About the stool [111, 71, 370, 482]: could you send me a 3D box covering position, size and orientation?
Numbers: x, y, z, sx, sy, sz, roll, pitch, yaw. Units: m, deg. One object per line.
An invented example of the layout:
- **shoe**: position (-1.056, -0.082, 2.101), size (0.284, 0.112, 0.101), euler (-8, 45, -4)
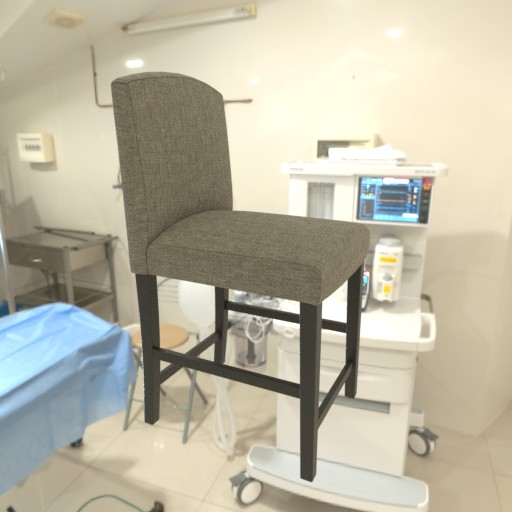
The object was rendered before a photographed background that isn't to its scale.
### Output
- **stool**: position (0.000, 0.000, 1.222), size (0.552, 0.966, 0.451), euler (8, 17, 26)
